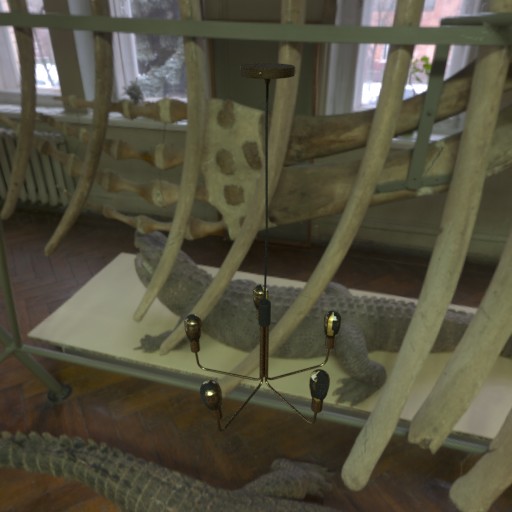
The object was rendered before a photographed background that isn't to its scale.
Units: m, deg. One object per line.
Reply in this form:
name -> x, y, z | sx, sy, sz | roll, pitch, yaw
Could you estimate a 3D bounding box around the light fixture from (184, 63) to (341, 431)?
light fixture -> 0.000, 0.000, 1.340 | 0.532, 1.059, 0.588 | 8, 30, 14
